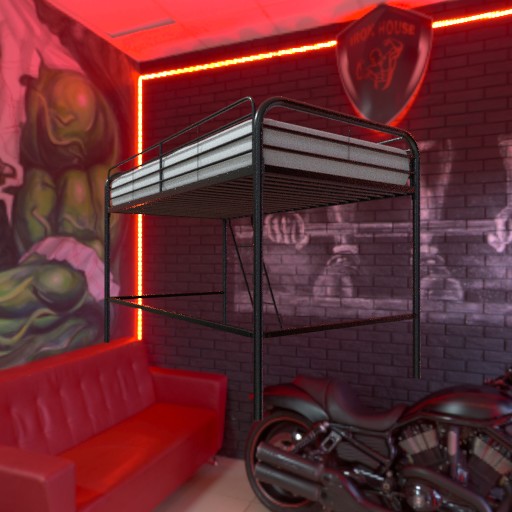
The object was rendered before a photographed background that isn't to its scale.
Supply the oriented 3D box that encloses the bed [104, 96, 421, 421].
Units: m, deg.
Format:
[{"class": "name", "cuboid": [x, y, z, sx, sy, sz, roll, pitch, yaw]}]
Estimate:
[{"class": "bed", "cuboid": [0.000, 0.000, 2.912, 1.393, 1.289, 1.968, 0, 0, -35]}]
